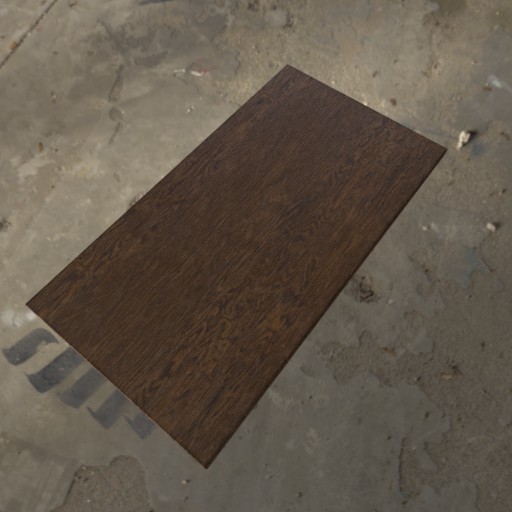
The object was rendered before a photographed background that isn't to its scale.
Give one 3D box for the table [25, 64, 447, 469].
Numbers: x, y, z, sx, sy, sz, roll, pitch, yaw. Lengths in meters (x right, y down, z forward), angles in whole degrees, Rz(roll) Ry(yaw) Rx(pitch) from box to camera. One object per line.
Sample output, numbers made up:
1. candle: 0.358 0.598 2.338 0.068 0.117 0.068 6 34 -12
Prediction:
1. table: 0.000 0.000 2.543 1.078 0.795 1.989 35 68 16
